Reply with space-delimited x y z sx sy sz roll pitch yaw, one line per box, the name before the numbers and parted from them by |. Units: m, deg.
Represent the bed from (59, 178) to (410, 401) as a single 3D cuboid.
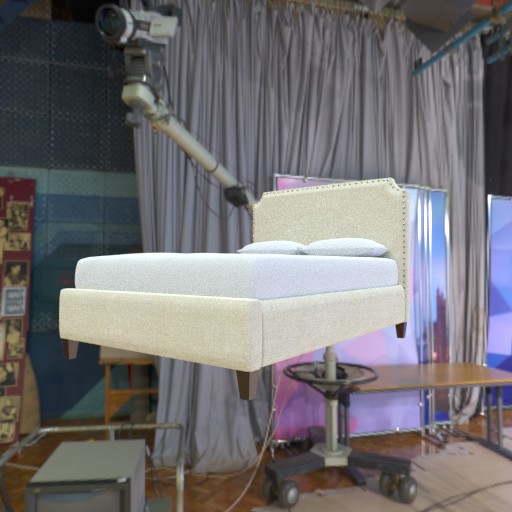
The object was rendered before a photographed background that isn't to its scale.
bed | 0.000 0.000 3.563 1.713 1.457 2.381 -1 -1 37
